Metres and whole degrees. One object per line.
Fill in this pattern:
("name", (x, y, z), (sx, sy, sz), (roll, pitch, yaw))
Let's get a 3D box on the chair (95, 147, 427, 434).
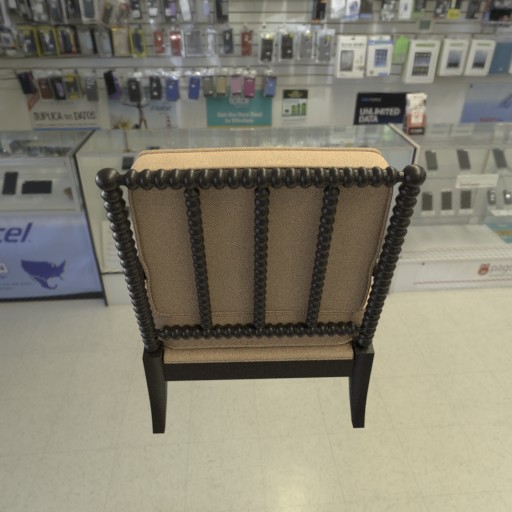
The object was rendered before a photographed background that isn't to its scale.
("chair", (0.000, 0.000, 1.137), (0.555, 0.703, 0.657), (-1, 31, -2))
